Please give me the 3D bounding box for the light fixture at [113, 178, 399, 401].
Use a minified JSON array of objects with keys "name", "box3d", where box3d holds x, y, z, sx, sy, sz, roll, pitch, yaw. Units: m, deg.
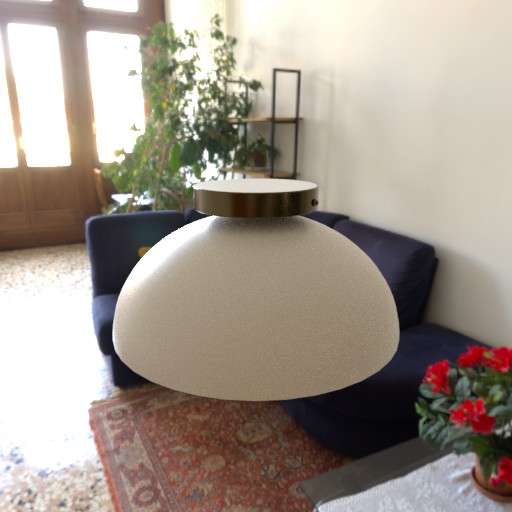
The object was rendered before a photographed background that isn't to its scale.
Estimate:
[{"name":"light fixture","box3d":[0.000,0.000,0.552,0.355,0.177,0.355,0,16,0]}]
